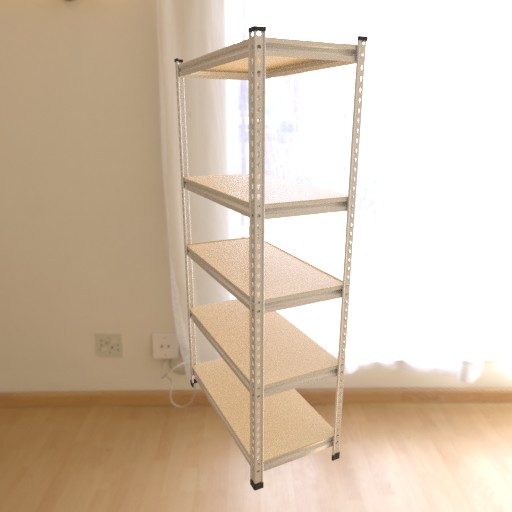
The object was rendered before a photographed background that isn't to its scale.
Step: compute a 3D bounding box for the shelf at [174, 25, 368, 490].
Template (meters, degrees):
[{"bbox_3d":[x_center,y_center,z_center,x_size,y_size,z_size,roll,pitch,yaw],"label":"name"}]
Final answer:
[{"bbox_3d":[0.000,0.000,2.148,0.457,1.829,0.914,-8,19,-25],"label":"shelf"}]
